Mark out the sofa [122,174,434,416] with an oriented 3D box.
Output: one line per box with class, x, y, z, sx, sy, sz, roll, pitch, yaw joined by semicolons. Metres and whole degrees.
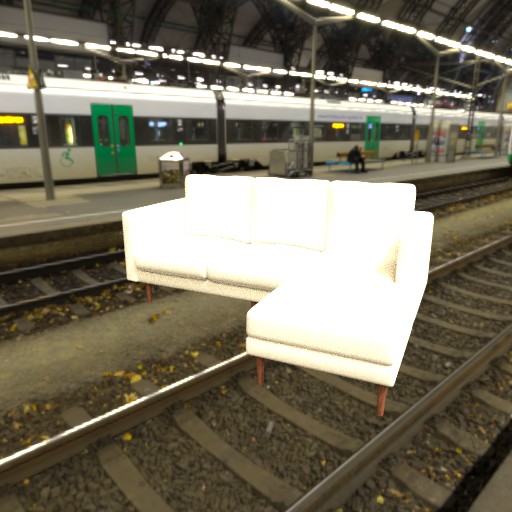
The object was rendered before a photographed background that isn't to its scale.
sofa;0.000;0.000;2.903;2.029;0.899;1.580;7;17;24
